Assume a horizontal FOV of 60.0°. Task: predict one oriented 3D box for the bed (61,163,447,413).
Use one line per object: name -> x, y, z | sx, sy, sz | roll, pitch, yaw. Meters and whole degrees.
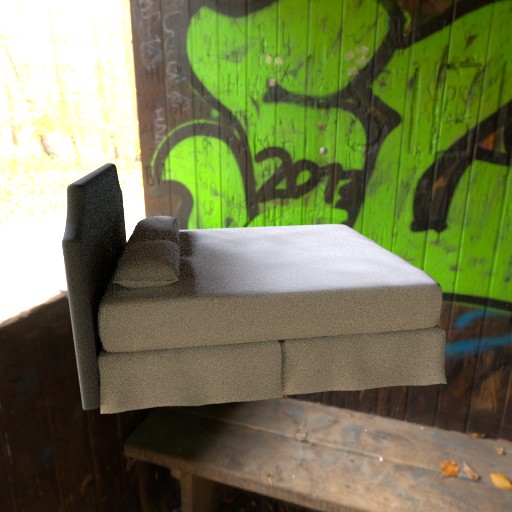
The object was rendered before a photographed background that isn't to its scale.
bed -> 0.000, 0.000, 3.326 | 2.259, 1.296, 1.811 | -3, 17, -9
